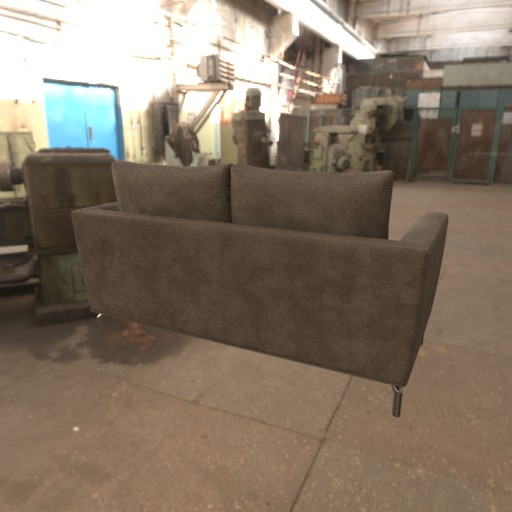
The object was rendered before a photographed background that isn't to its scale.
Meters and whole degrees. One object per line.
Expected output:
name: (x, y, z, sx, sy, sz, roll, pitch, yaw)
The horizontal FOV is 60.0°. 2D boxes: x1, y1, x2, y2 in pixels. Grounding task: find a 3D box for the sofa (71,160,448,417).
sofa: (0.000, 0.000, 2.408, 1.832, 1.013, 0.855, 8, 18, 26)
